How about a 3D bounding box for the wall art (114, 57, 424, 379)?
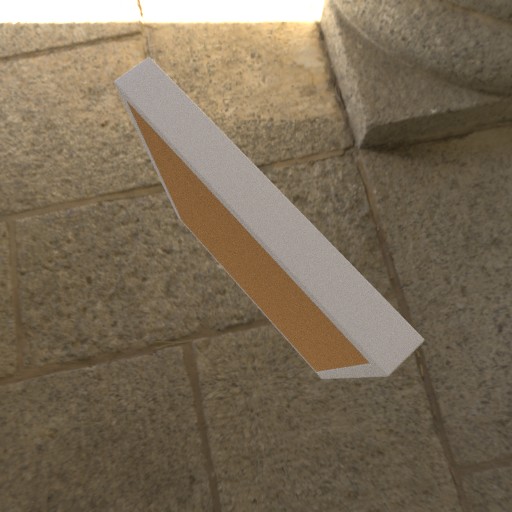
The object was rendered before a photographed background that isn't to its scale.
[{"bbox_3d":[0.000,0.000,0.475,0.037,0.305,0.305,-40,78,-10],"label":"wall art"}]
